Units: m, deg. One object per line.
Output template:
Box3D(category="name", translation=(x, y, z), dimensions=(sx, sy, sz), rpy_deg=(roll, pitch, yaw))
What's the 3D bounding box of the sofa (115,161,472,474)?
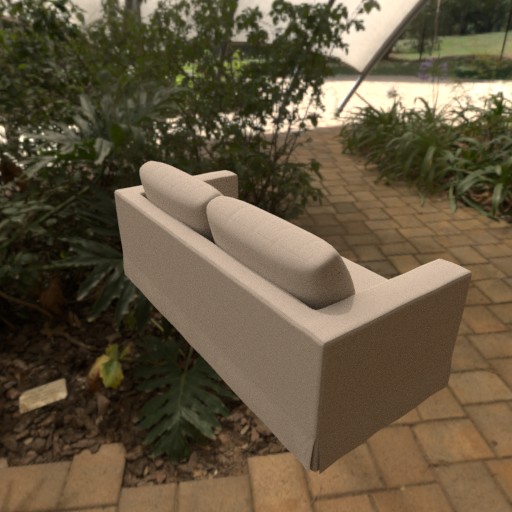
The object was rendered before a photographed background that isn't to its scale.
Box3D(category="sofa", translation=(0.000, 0.000, 2.653), dimensions=(0.954, 0.881, 2.163), rpy_deg=(-17, 31, -31))
